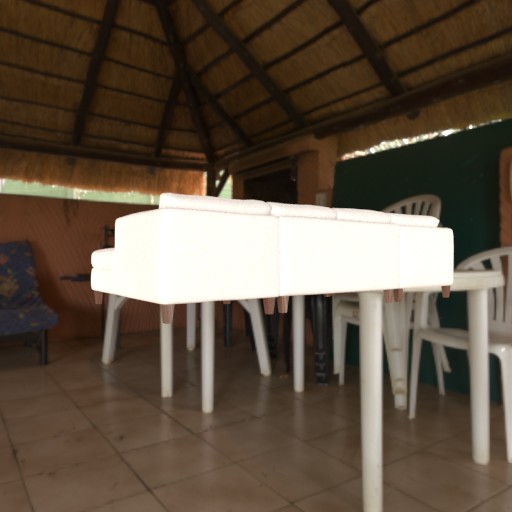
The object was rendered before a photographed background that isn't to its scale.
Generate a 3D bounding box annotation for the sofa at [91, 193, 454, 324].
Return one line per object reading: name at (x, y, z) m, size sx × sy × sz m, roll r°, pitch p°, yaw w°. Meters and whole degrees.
sofa at (0.000, 0.000, 4.629) m, size 3.238 × 0.853 × 2.551 m, roll 0°, pitch 0°, yaw -36°
